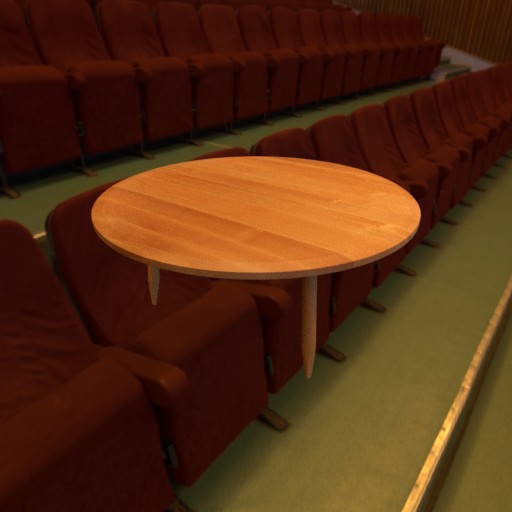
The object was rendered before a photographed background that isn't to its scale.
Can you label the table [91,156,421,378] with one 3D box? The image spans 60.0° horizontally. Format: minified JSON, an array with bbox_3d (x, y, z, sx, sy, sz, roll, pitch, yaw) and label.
[{"bbox_3d":[0.000,0.000,1.363,0.900,0.400,0.900,0,27,0],"label":"table"}]
